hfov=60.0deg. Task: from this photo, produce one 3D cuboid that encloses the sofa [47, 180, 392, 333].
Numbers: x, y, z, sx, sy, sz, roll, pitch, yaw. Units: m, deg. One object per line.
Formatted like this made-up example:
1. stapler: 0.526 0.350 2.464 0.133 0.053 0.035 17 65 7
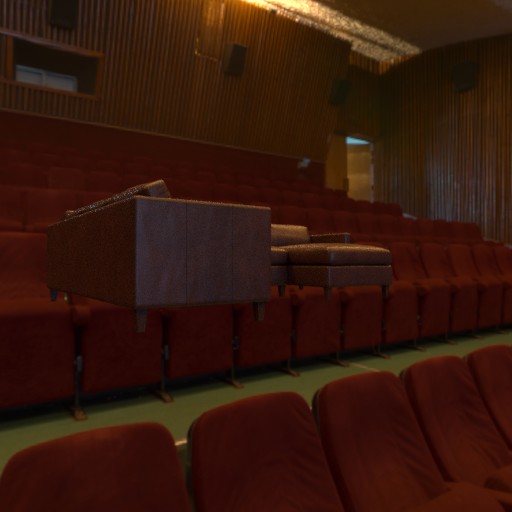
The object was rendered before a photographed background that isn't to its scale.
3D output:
1. sofa: 0.000 0.000 4.321 3.324 0.891 2.452 1 -1 -35
